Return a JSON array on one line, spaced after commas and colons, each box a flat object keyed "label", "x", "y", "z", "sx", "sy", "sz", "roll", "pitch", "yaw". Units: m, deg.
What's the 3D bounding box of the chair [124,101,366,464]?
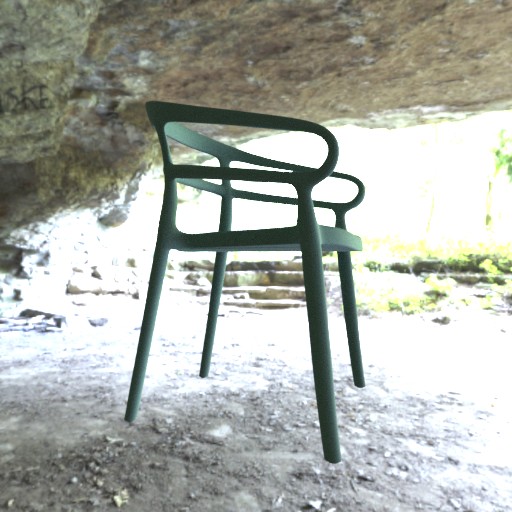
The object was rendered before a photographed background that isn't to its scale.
[{"label": "chair", "x": 0.000, "y": 0.000, "z": 1.128, "sx": 0.527, "sy": 0.761, "sz": 0.559, "roll": 0, "pitch": 0, "yaw": 19}]
